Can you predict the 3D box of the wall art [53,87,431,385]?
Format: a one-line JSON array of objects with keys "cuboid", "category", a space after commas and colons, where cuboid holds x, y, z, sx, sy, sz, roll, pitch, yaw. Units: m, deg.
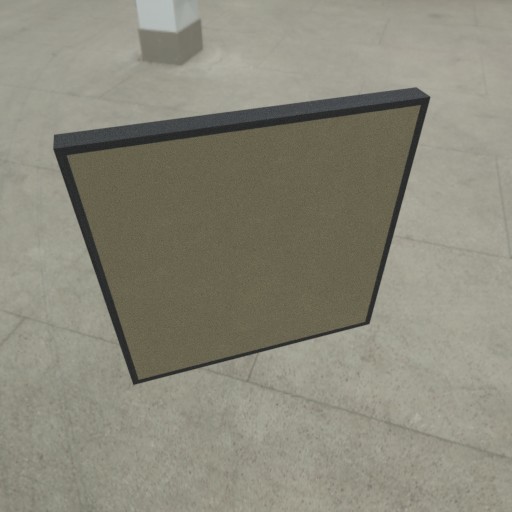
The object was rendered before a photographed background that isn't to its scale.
[{"cuboid": [0.000, 0.000, 0.758, 0.509, 0.507, 0.037, -12, 43, -13], "category": "wall art"}]
